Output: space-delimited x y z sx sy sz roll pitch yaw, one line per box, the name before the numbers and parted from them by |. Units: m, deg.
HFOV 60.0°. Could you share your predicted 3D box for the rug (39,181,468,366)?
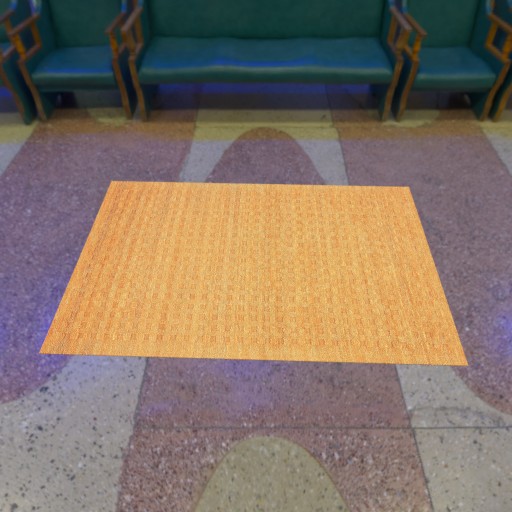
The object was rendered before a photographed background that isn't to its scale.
rug | 0.000 0.000 2.884 2.285 0.006 1.524 1 46 1
